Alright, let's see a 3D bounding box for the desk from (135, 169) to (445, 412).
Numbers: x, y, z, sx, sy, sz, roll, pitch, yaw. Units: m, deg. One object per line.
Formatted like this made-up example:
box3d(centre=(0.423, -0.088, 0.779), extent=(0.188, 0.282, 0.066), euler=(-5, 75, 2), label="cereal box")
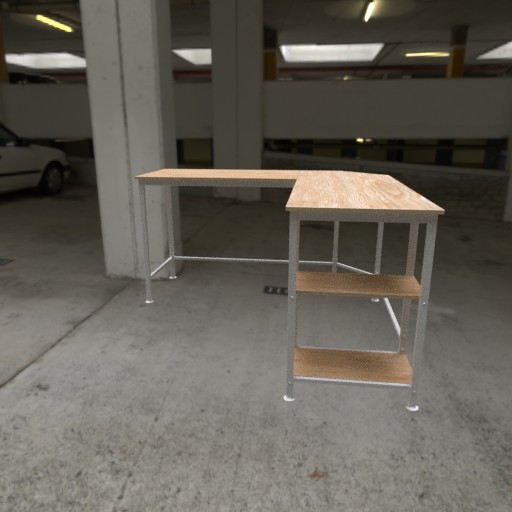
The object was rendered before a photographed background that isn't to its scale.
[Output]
box3d(centre=(0.000, 0.000, 2.240), extent=(1.379, 0.739, 1.379), euler=(2, 16, 7), label="desk")
